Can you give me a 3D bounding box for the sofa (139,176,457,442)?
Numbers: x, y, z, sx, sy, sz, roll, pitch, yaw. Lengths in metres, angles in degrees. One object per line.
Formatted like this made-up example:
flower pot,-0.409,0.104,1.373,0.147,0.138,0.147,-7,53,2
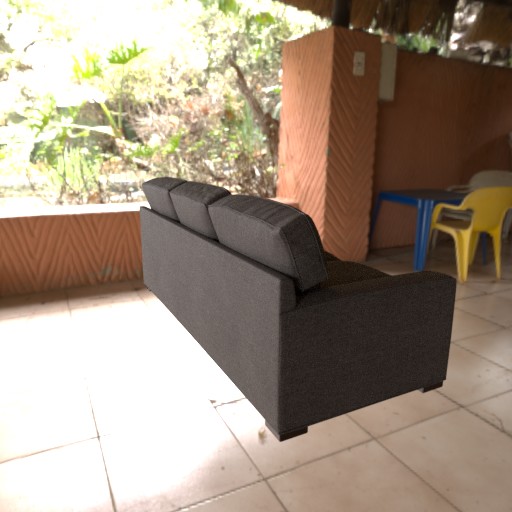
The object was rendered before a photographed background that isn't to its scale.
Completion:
sofa,0.000,0.000,2.957,1.004,0.978,2.369,-7,16,-26
